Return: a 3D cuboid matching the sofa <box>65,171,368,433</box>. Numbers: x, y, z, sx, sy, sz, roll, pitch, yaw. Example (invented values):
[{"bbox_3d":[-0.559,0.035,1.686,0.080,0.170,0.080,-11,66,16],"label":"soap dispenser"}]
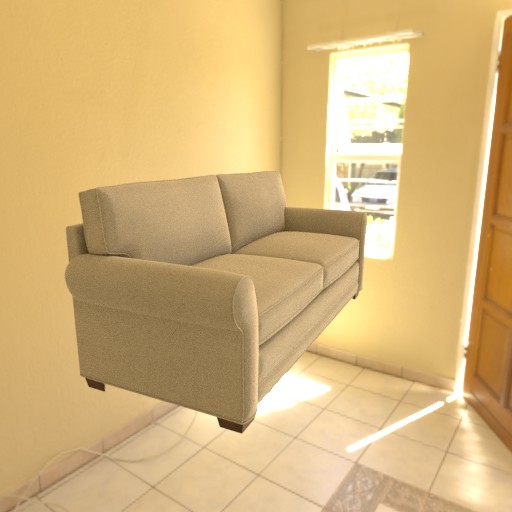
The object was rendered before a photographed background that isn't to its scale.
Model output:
[{"bbox_3d":[0.000,0.000,2.683,0.901,0.962,2.146,6,15,25],"label":"sofa"}]
